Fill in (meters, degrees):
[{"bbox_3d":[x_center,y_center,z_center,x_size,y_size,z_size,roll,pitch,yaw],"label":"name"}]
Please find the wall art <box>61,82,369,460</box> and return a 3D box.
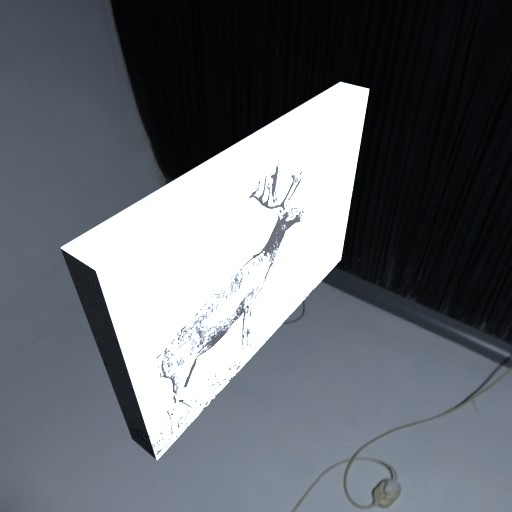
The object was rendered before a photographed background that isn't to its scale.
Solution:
[{"bbox_3d":[0.000,0.000,0.483,0.038,0.259,0.381,26,47,27],"label":"wall art"}]
